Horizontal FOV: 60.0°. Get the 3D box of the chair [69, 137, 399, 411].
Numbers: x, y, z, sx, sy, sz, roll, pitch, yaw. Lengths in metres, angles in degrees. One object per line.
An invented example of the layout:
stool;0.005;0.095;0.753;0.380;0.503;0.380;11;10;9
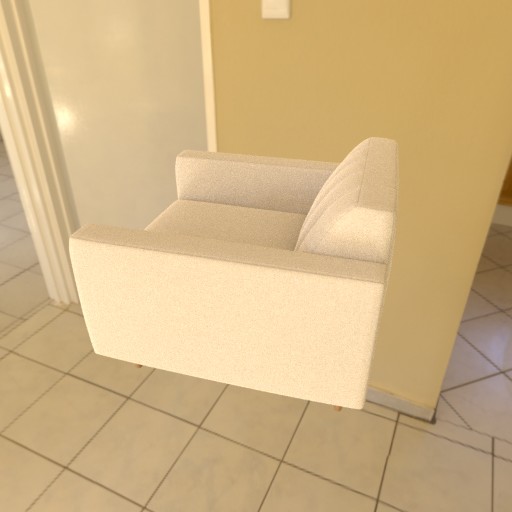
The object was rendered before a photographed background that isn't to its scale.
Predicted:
chair;0.000;0.000;1.740;0.998;0.819;0.953;8;32;13
